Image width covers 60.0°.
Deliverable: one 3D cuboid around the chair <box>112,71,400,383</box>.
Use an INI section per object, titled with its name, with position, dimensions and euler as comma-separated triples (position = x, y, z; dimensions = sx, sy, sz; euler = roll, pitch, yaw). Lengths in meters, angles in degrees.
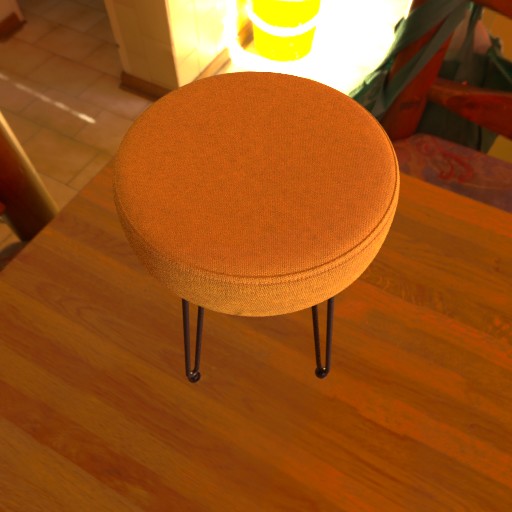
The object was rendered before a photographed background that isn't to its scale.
[chair]
position = 0.000, 0.000, 0.706
dimensions = 0.345, 0.455, 0.345
euler = -2, 58, -1
